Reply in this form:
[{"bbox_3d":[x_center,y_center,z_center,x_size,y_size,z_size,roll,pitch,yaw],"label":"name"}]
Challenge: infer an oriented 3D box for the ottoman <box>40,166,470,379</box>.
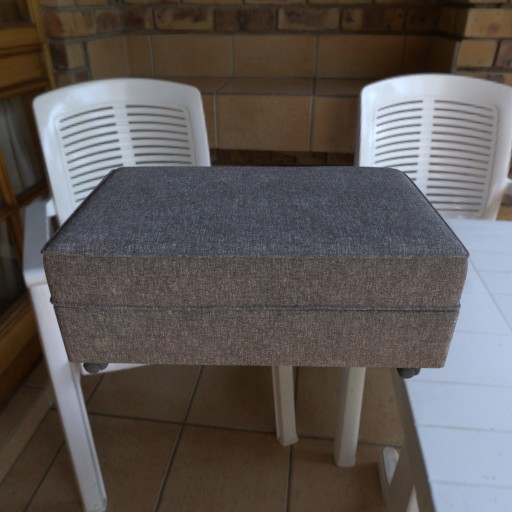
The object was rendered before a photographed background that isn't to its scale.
[{"bbox_3d":[0.000,0.000,1.559,1.184,0.487,0.717,1,30,1],"label":"ottoman"}]
